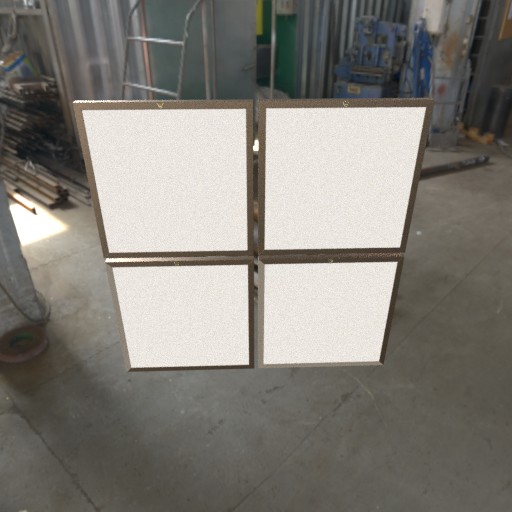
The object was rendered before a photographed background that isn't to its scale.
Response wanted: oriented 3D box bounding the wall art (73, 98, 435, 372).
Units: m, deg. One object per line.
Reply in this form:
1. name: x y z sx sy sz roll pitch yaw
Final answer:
1. wall art: 0.000 0.000 1.528 1.032 1.032 0.030 -1 30 -2
